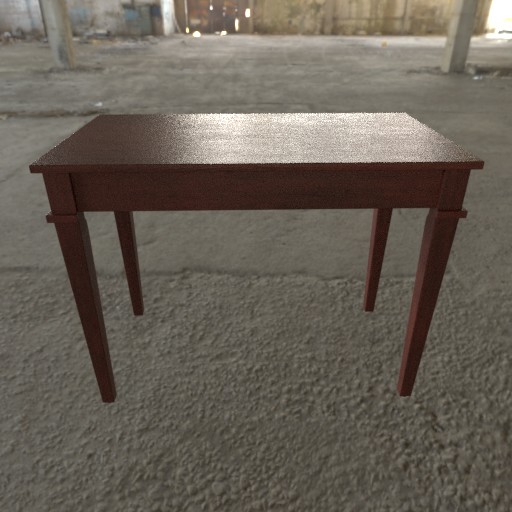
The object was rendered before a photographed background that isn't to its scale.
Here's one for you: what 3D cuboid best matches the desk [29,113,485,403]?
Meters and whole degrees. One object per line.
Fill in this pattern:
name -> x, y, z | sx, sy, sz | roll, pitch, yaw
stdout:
desk -> 0.000, 0.000, 1.393 | 1.001, 0.762, 0.549 | -1, 29, -1
